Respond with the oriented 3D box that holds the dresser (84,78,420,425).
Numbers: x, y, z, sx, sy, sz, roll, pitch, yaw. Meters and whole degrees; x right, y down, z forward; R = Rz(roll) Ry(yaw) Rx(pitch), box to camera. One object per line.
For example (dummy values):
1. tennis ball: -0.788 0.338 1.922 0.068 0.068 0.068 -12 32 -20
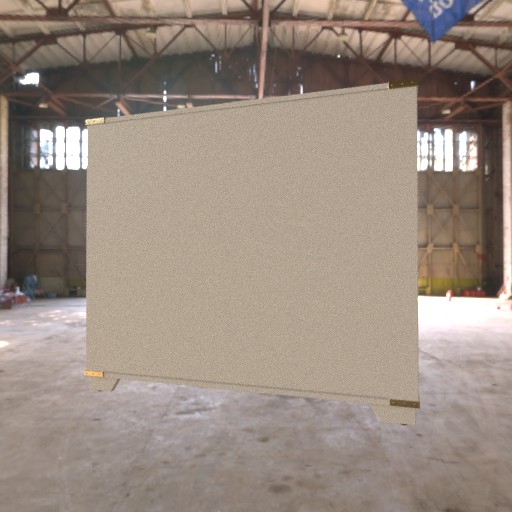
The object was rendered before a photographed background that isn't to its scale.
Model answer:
1. dresser: 0.000 0.000 1.498 1.022 0.891 0.460 0 -1 19
